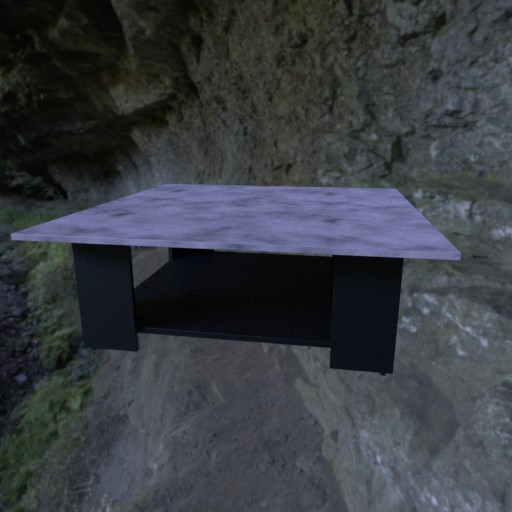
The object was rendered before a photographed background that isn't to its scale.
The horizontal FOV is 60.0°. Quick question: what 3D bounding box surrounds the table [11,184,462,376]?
[{"bbox_3d":[0.000,0.000,1.319,0.890,0.305,0.890,3,16,9],"label":"table"}]
